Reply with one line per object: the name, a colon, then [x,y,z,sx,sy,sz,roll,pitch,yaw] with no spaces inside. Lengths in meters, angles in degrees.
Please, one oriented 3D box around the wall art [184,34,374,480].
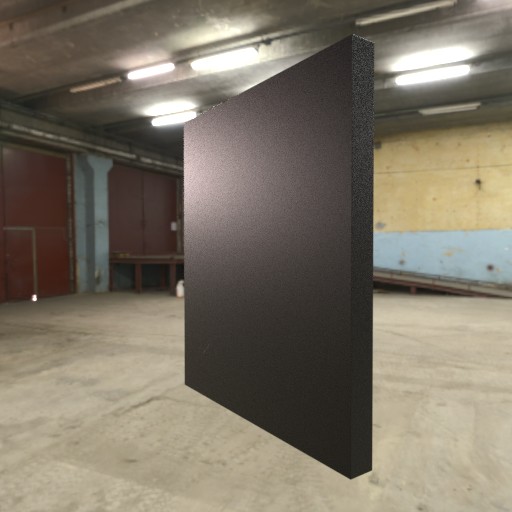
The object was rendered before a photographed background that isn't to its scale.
wall art: [0.000,0.000,0.520,0.028,0.380,0.325,-1,1,-35]
